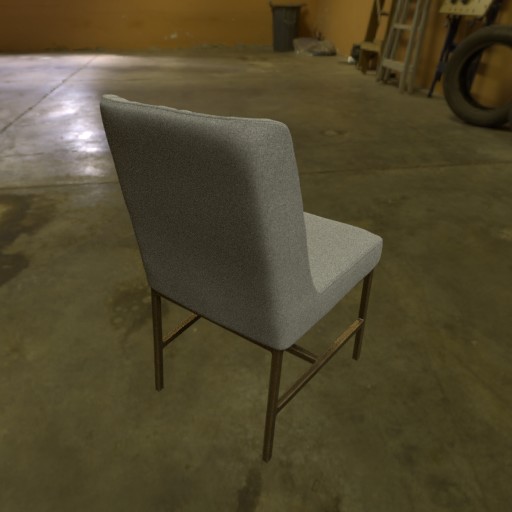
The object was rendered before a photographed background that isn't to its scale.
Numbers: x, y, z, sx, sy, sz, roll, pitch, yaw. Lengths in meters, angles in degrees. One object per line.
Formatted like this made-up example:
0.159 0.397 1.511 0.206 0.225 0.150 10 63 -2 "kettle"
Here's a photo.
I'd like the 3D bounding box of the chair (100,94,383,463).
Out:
0.000 0.000 1.216 0.508 0.889 0.587 21 36 31 "chair"
